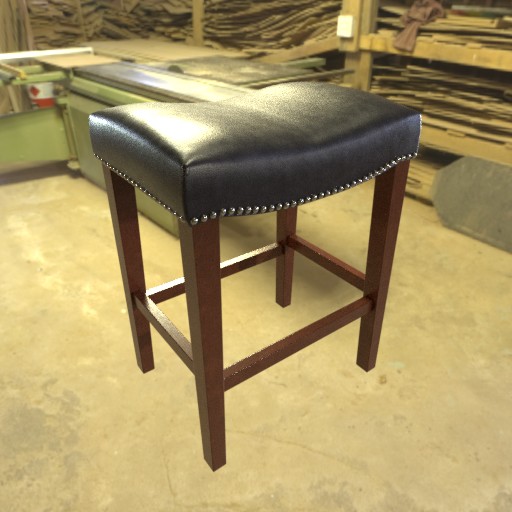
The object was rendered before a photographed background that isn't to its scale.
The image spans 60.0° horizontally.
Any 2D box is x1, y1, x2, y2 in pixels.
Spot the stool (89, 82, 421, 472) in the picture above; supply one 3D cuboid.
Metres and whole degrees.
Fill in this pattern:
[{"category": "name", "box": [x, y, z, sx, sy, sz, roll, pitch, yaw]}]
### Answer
[{"category": "stool", "box": [0.000, 0.000, 0.955, 0.504, 0.654, 0.372, -21, 36, -31]}]
